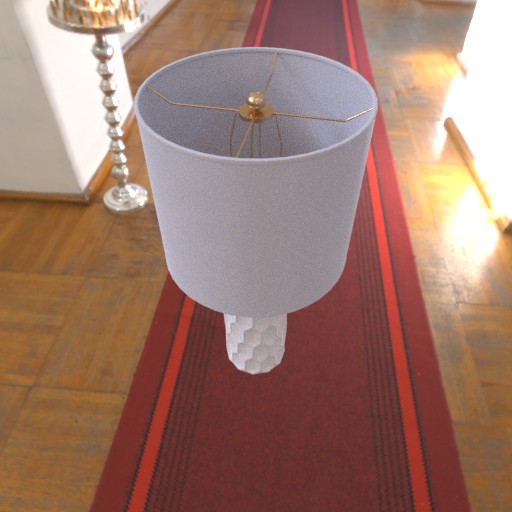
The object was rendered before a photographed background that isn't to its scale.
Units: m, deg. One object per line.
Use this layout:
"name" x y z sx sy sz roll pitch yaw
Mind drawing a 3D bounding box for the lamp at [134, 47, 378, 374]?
"lamp" 0.000 0.000 0.702 0.277 0.537 0.277 -31 53 -26
